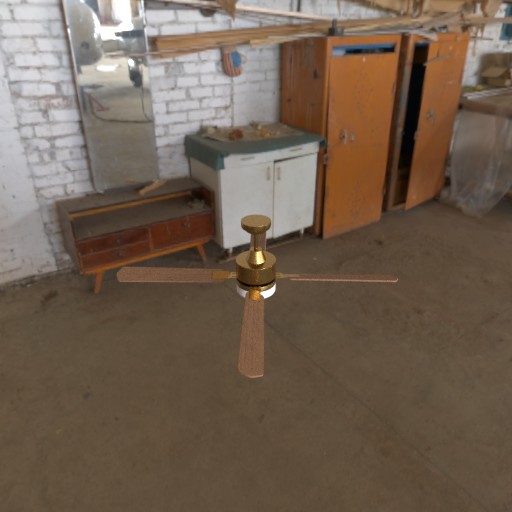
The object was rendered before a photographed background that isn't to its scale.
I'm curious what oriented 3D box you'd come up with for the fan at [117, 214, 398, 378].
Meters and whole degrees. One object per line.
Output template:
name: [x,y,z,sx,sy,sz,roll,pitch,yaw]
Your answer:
fan: [0.000,0.000,2.032,1.320,0.355,1.320,1,28,2]
